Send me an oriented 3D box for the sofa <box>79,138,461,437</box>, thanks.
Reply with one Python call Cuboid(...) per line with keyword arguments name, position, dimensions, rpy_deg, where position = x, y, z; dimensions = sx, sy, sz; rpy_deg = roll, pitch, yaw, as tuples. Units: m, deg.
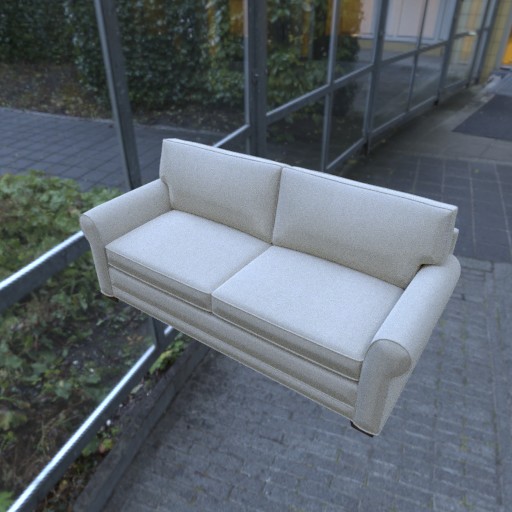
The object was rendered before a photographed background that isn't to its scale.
Cuboid(name="sofa", position=(0.000, 0.000, 2.653), dimensions=(2.146, 0.962, 0.901), rpy_deg=(20, 38, 29))
